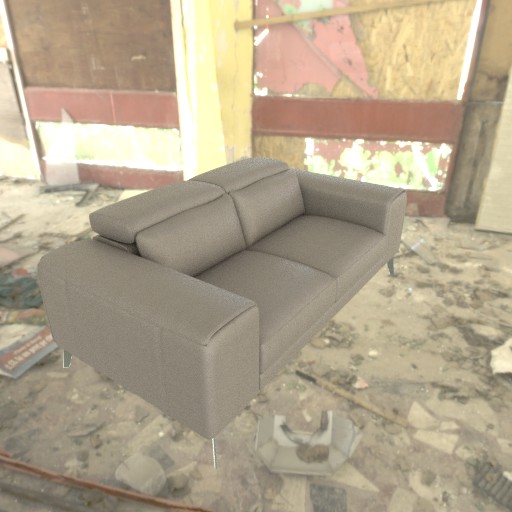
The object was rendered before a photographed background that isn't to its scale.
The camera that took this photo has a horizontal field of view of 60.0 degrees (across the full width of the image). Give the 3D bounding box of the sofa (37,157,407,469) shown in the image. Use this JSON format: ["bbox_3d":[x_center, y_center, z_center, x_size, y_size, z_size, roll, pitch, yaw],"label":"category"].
[{"bbox_3d":[0.000,0.000,2.441,1.024,0.753,1.930,18,32,31],"label":"sofa"}]
